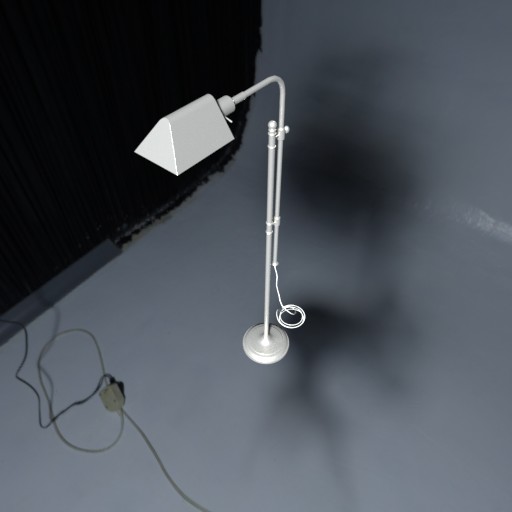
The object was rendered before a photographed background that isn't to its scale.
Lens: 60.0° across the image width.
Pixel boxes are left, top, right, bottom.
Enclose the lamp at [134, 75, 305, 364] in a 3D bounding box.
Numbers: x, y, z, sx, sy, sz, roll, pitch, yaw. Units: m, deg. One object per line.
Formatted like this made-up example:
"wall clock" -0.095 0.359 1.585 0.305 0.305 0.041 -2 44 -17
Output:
"lamp" 0.000 0.000 1.848 0.256 1.571 0.813 31 54 26
